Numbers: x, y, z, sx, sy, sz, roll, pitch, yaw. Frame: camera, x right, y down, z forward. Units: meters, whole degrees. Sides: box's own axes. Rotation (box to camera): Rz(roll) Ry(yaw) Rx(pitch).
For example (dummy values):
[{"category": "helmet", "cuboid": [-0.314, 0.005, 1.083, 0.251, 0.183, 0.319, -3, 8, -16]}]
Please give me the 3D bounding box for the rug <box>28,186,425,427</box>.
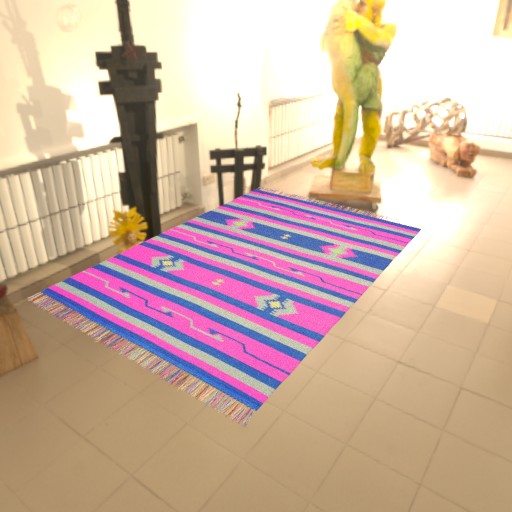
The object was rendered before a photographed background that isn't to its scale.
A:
[{"category": "rug", "cuboid": [0.000, 0.000, 2.933, 1.539, 0.013, 2.350, 18, 33, 31]}]
